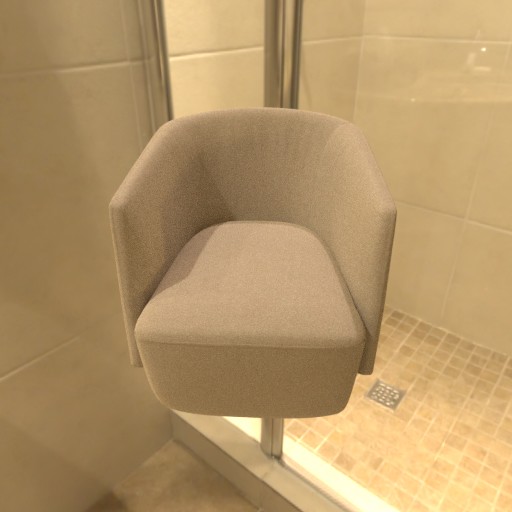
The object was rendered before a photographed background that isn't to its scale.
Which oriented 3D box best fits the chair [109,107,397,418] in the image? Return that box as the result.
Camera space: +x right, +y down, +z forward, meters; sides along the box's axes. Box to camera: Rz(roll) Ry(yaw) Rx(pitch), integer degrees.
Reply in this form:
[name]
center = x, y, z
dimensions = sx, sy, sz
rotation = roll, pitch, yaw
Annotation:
[chair]
center = 0.000, 0.000, 1.603
dimensions = 0.822, 0.861, 0.986
rotation = 1, 30, 2
